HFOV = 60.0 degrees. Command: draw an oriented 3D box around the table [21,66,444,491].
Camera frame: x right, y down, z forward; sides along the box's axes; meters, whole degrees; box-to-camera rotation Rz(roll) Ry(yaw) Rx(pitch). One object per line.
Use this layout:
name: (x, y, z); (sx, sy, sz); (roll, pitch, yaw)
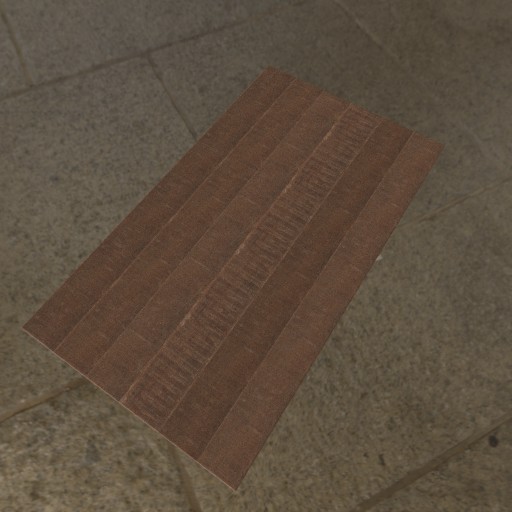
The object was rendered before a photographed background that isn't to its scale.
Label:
table: (0.000, 0.000, 1.720); (0.800, 0.440, 1.400); (31, 67, 15)
